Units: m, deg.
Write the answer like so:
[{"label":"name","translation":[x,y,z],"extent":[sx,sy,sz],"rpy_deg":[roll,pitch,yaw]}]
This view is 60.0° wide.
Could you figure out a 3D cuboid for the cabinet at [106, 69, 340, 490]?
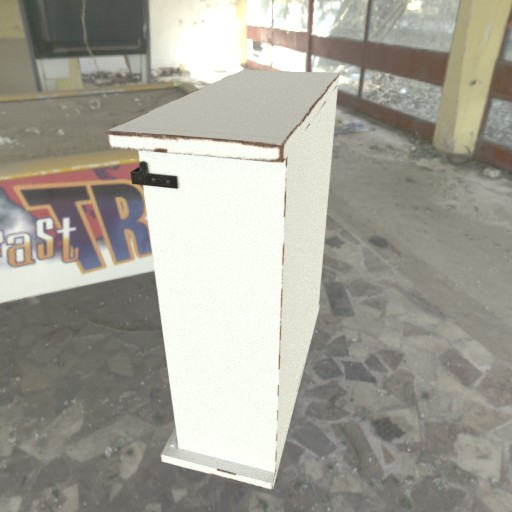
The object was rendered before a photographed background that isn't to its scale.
[{"label":"cabinet","translation":[0.000,0.000,0.864],"extent":[0.210,0.603,0.541],"rpy_deg":[8,31,13]}]
